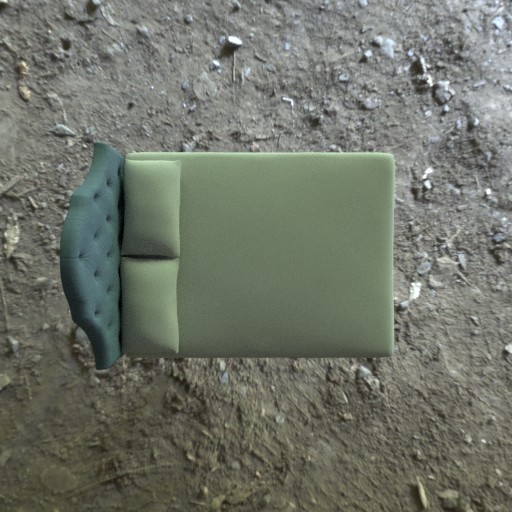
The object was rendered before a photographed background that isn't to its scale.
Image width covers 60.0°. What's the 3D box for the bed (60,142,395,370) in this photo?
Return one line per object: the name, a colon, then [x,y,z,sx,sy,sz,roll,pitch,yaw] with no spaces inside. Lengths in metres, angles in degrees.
bed: [0.000,0.000,3.204,2.155,1.575,1.636,0,91,0]
